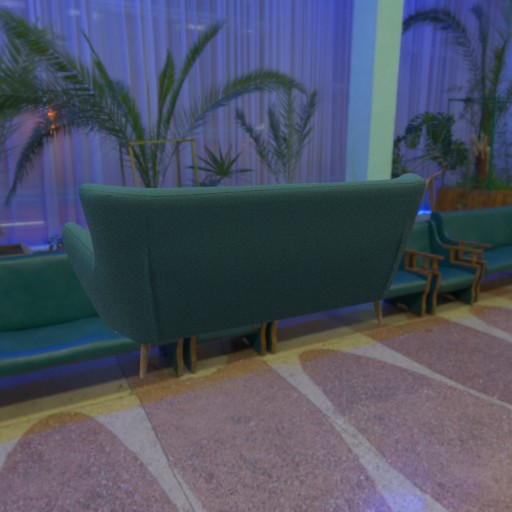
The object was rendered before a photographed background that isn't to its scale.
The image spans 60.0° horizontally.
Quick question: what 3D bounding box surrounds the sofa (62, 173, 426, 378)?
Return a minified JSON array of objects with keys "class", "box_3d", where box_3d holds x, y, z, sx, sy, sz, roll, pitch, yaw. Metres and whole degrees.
[{"class":"sofa","box_3d":[0.000,0.000,2.473,1.930,0.890,0.889,-7,15,-26]}]
